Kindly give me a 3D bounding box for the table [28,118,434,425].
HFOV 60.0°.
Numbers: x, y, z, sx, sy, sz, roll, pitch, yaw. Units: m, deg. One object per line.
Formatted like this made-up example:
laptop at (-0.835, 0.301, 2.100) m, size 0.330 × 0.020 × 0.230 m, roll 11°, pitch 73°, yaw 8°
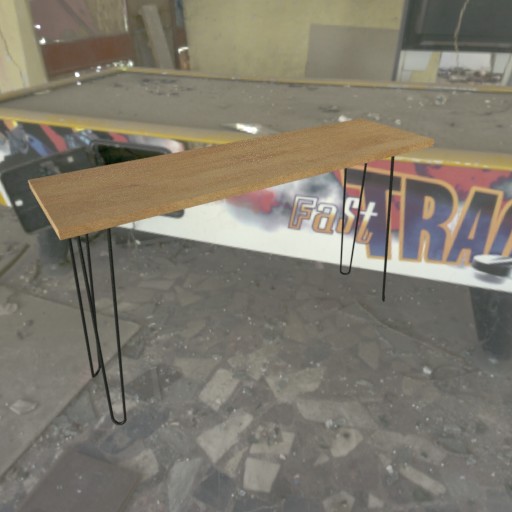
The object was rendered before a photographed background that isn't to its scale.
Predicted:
table at (0.000, 0.000, 1.740) m, size 1.400 × 0.799 × 0.399 m, roll -19°, pitch 35°, yaw -28°
